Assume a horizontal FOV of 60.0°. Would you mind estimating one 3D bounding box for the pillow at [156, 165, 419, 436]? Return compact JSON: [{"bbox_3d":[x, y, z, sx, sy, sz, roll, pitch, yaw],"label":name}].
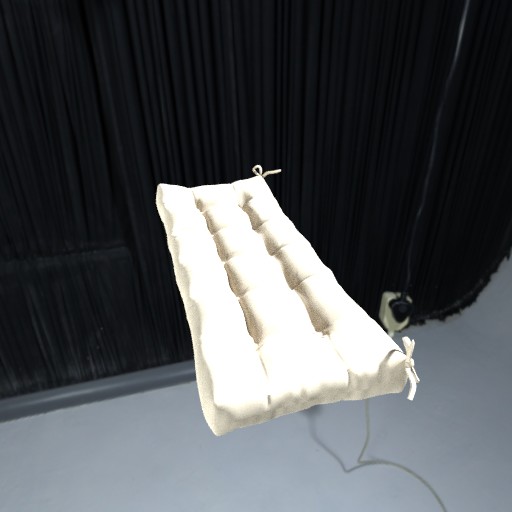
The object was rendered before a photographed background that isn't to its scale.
[{"bbox_3d":[0.000,0.000,1.351,0.511,0.174,1.194,-8,32,-14],"label":"pillow"}]
